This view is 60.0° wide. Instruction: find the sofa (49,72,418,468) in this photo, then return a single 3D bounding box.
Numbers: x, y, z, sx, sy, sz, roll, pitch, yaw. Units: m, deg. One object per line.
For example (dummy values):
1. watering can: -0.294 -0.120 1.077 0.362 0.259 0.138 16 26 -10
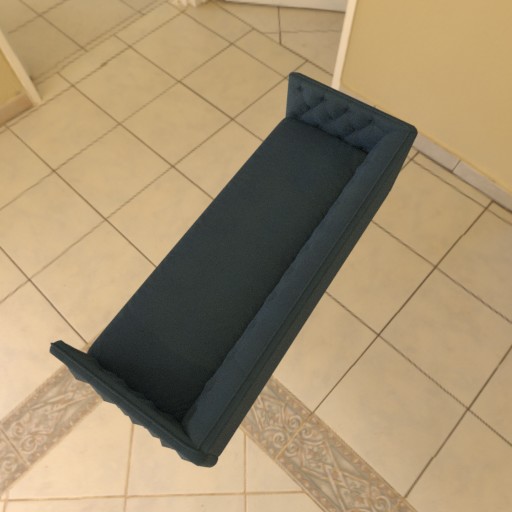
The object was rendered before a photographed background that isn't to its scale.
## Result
1. sofa: 0.000 0.000 2.641 0.895 0.771 2.209 31 68 14
